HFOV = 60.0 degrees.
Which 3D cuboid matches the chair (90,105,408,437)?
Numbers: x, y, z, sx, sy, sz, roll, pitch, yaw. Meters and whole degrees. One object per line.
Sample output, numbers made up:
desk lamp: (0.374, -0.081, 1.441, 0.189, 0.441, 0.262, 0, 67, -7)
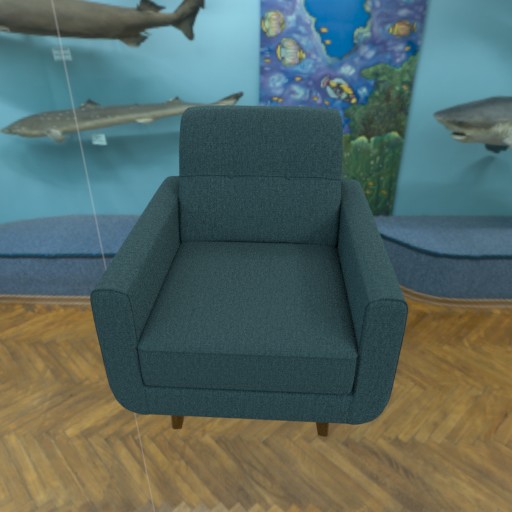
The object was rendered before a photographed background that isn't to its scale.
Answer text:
chair: (0.000, 0.000, 1.667, 0.880, 0.940, 0.964, 2, 30, 3)
